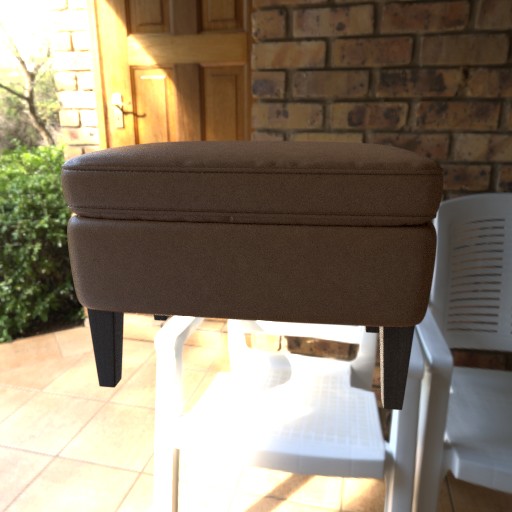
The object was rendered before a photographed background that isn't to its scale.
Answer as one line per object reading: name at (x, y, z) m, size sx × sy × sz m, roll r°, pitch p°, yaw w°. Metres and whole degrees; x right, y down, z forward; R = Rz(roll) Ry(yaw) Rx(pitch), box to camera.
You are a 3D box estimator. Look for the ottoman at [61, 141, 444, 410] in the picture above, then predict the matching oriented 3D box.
ottoman at (0.000, 0.000, 0.961) m, size 0.670 × 0.480 × 0.420 m, roll 2°, pitch 17°, yaw 7°
